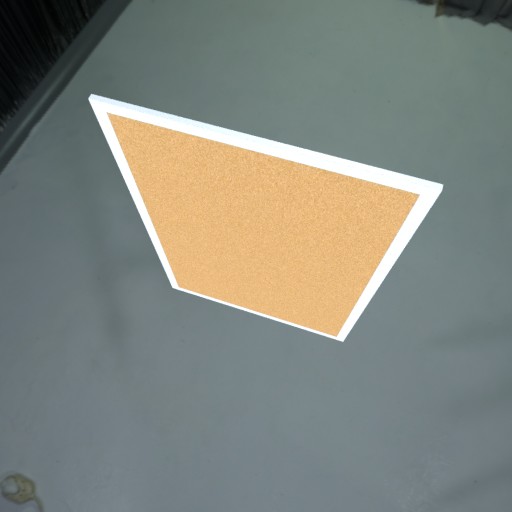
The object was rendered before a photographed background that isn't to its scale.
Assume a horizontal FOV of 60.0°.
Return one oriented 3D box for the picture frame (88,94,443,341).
[{"bbox_3d":[0.000,0.000,1.210,0.659,0.940,0.013,17,65,8],"label":"picture frame"}]
